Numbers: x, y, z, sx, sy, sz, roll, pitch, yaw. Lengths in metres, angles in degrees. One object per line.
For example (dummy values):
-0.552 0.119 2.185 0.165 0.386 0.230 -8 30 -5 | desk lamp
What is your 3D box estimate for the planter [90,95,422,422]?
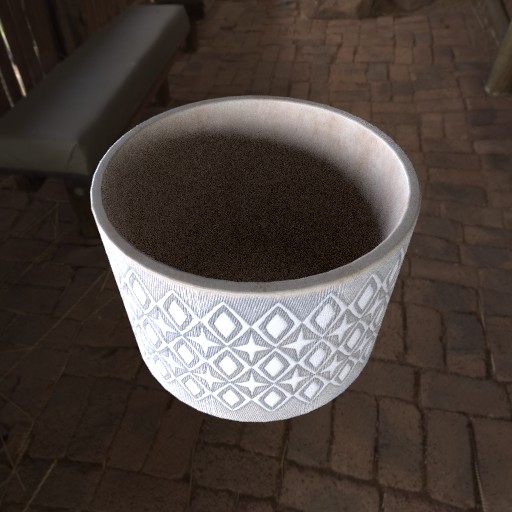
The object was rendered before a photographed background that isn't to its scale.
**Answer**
0.000 0.000 0.272 0.164 0.127 0.164 0 46 0 | planter
